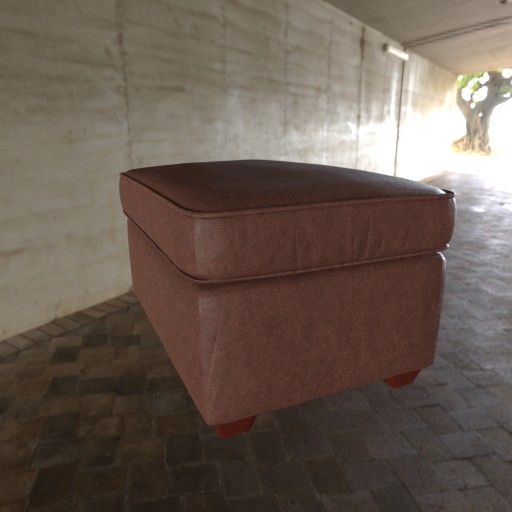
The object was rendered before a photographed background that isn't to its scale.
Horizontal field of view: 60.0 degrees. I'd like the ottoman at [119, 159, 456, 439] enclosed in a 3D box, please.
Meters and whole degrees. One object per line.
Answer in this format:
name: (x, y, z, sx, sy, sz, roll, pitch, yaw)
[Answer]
ottoman: (0.000, 0.000, 1.089, 0.548, 0.449, 0.749, -7, 17, -23)
